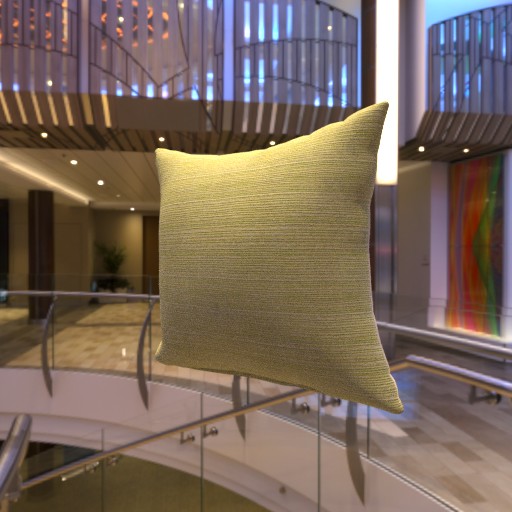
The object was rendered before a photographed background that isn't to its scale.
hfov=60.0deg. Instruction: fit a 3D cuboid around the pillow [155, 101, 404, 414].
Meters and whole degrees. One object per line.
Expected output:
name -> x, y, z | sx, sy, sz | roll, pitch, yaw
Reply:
pillow -> 0.000, 0.000, 0.840 | 0.560, 0.487, 0.229 | 0, 1, 36
